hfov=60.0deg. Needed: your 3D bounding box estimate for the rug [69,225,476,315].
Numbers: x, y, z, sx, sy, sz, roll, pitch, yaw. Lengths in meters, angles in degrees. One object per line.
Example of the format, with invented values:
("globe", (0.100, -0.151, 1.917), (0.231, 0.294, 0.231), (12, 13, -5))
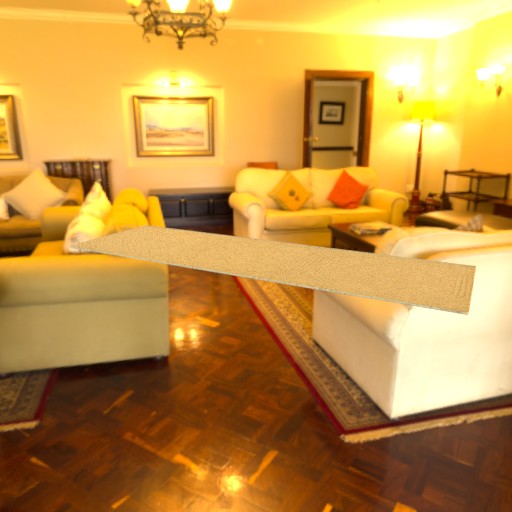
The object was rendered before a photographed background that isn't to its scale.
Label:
("rug", (0.000, 0.000, 2.764), (2.452, 0.012, 0.775), (8, 18, 27))
